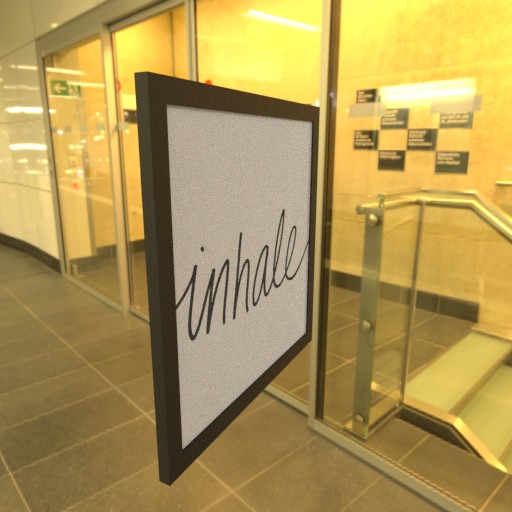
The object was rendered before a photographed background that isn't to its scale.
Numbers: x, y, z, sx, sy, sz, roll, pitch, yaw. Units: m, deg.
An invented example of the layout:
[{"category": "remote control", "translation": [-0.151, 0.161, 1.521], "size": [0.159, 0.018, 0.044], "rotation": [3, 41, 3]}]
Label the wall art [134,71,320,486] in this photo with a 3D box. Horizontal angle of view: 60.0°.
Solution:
[{"category": "wall art", "translation": [0.000, 0.000, 0.518], "size": [0.013, 0.356, 0.356], "rotation": [8, 16, 27]}]
